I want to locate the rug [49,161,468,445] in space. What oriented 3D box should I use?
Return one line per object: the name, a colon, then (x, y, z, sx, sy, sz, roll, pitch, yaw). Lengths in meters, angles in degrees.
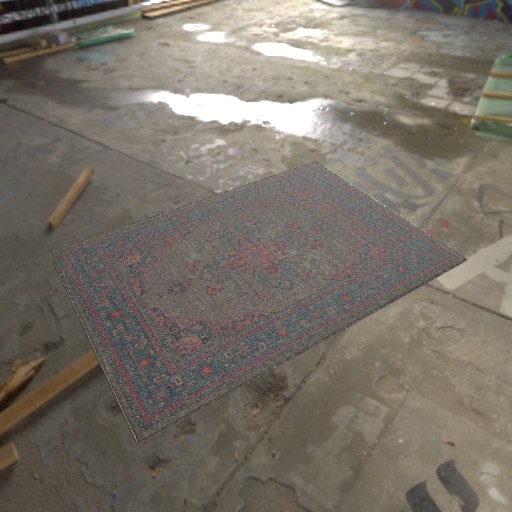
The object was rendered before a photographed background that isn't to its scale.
rug: (0.000, 0.000, 3.709, 2.890, 0.013, 2.005, -23, 46, -25)
